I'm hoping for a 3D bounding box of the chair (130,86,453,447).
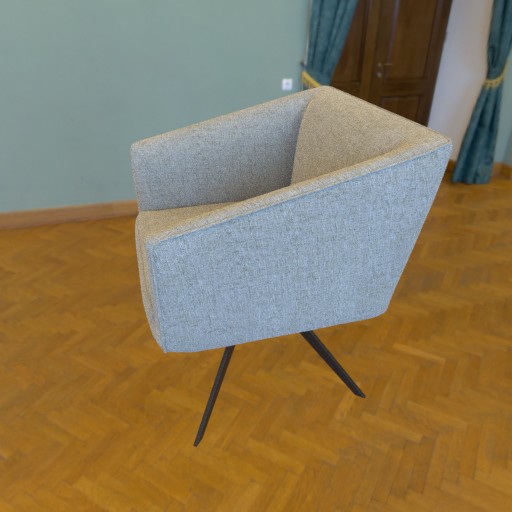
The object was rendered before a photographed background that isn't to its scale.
[{"bbox_3d":[0.000,0.000,1.213,0.623,0.760,0.628,-9,32,-14],"label":"chair"}]
